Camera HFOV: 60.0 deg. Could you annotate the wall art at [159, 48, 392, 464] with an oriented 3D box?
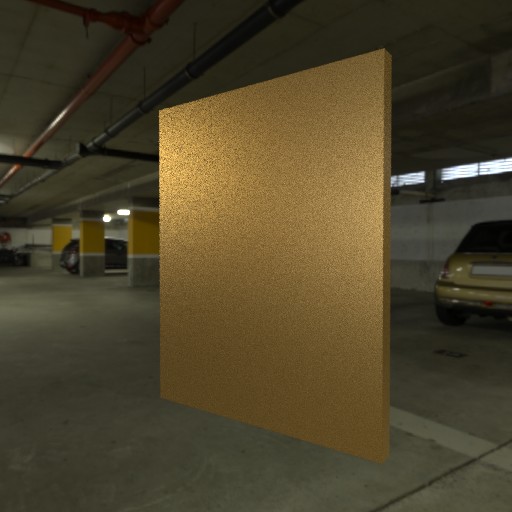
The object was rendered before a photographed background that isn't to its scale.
[{"bbox_3d":[0.000,0.000,1.009,0.610,0.762,0.038,1,1,37],"label":"wall art"}]
